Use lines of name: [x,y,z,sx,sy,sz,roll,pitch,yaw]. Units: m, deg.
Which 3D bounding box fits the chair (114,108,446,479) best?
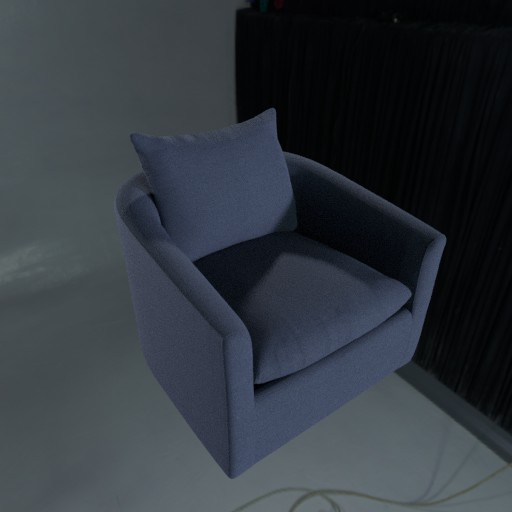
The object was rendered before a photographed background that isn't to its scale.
chair: [0.000,0.000,1.558,0.845,0.848,0.910,-20,36,-31]
